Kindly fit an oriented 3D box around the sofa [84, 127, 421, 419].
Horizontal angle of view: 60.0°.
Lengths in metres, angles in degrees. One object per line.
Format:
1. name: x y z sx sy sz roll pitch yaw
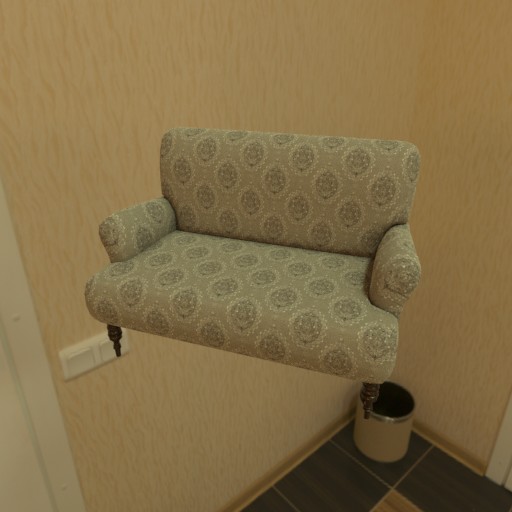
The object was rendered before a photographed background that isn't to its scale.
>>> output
1. sofa: 0.000 0.000 1.869 1.297 0.889 0.779 9 27 18
